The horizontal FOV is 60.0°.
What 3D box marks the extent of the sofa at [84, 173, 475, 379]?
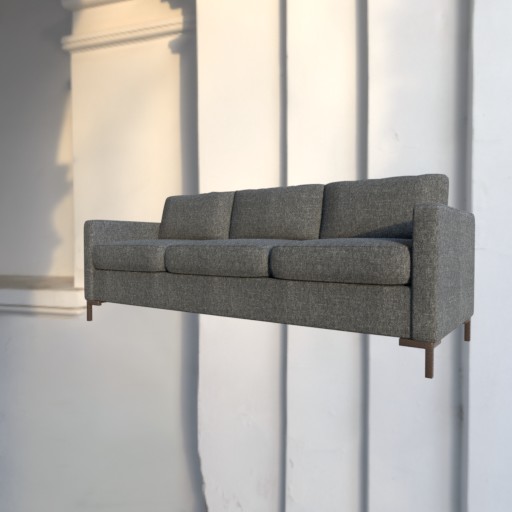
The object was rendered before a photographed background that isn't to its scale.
[{"bbox_3d":[0.000,0.000,2.611,2.218,0.874,0.859,1,2,35],"label":"sofa"}]
